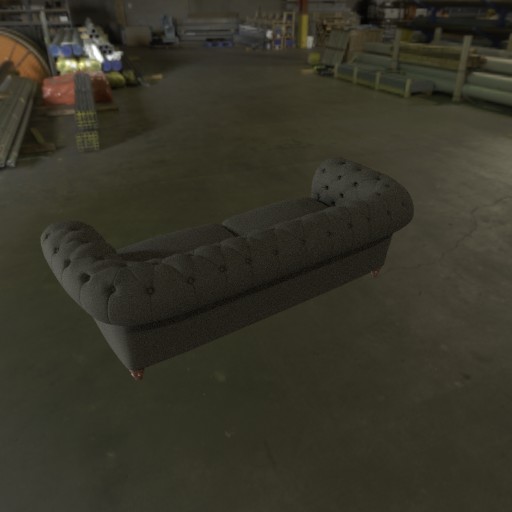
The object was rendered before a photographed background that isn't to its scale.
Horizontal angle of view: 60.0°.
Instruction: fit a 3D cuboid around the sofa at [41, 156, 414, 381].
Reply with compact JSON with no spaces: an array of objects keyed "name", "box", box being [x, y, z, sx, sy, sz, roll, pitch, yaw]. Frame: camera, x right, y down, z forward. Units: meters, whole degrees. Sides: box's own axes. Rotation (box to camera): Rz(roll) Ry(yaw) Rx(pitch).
[{"name":"sofa","box":[0.000,0.000,2.889,2.362,0.762,0.991,-19,35,-29]}]
